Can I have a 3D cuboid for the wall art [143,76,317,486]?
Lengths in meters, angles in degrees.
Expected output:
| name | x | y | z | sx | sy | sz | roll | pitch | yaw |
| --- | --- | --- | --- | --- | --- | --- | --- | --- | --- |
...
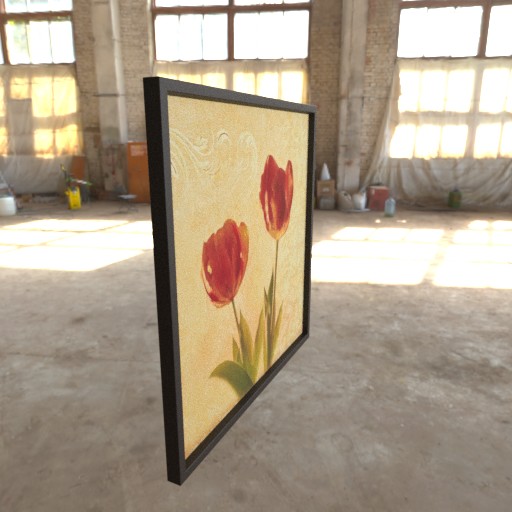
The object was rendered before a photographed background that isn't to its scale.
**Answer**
| name | x | y | z | sx | sy | sz | roll | pitch | yaw |
| --- | --- | --- | --- | --- | --- | --- | --- | --- | --- |
| wall art | 0.000 | 0.000 | 1.187 | 0.043 | 0.807 | 0.805 | 7 | 17 | 25 |
